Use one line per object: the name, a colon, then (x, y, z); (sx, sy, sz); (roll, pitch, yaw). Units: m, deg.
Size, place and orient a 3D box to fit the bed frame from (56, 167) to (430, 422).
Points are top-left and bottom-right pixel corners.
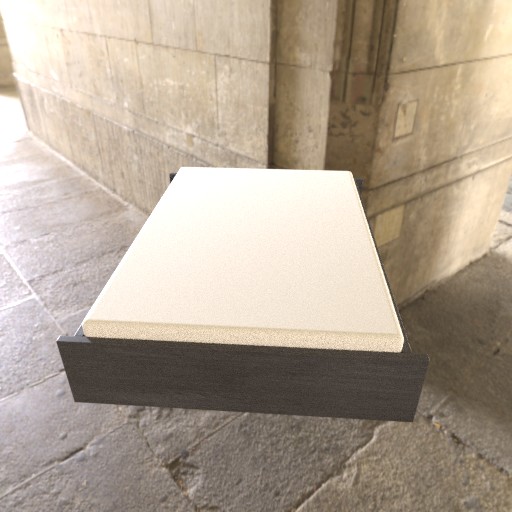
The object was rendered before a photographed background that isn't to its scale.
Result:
bed frame: (0.000, 0.000, 2.666); (1.490, 0.432, 1.950); (2, 31, 4)
